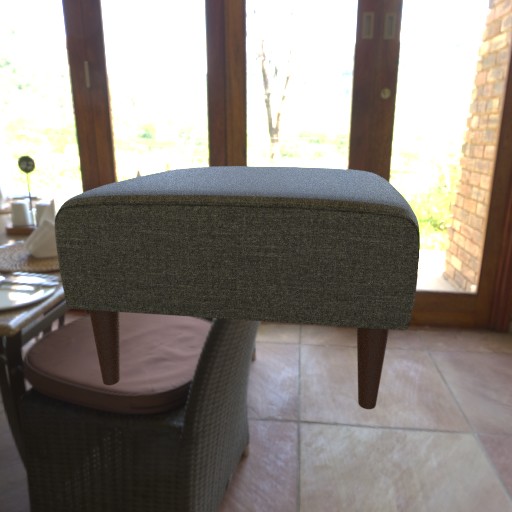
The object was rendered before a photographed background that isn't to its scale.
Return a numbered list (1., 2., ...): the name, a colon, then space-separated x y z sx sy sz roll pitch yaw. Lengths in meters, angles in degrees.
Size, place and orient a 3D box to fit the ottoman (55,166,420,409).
1. ottoman: 0.000 0.000 1.070 0.648 0.399 0.655 2 16 9
